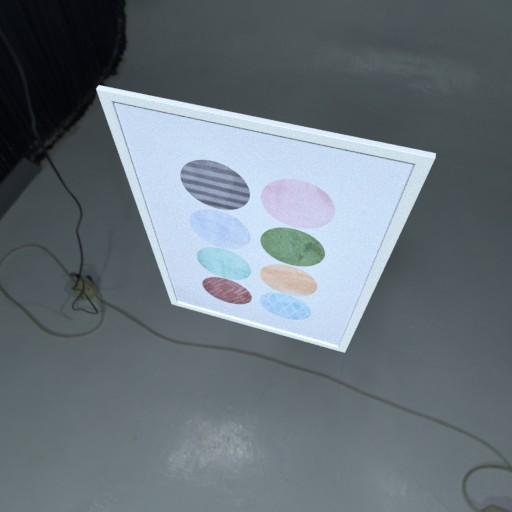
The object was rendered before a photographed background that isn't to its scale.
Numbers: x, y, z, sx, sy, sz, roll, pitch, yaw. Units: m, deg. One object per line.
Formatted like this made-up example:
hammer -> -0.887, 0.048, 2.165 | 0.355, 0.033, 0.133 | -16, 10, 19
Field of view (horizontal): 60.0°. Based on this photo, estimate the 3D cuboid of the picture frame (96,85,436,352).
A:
picture frame -> 0.000, 0.000, 1.224 | 0.659, 0.940, 0.013 | 14, 58, 9
